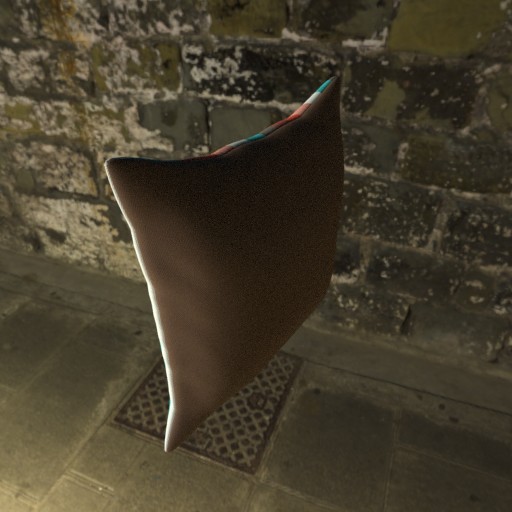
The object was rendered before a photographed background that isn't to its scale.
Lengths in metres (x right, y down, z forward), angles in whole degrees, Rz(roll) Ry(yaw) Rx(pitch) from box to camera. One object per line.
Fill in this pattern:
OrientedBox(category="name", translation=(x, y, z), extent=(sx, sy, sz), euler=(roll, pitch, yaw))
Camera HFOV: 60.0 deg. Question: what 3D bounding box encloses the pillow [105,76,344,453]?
OrientedBox(category="pillow", translation=(0.000, 0.000, 0.668), extent=(0.168, 0.443, 0.453), euler=(22, 39, 29))
